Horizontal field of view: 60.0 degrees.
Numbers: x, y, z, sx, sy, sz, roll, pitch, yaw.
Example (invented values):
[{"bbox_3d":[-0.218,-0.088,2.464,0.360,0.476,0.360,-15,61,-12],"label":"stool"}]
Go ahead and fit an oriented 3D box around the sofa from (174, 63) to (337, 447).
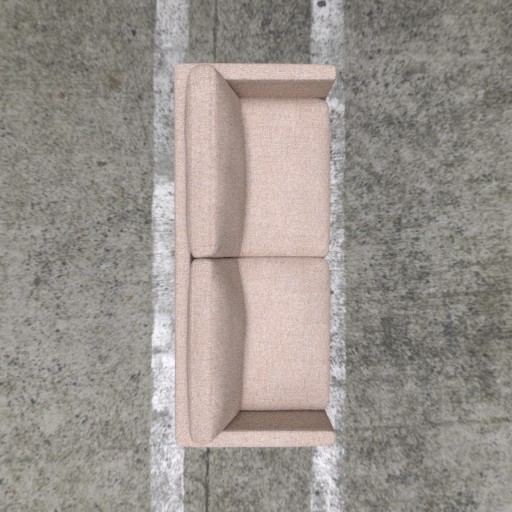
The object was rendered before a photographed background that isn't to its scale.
[{"bbox_3d":[0.000,0.000,2.795,0.951,0.965,2.208,0,91,-1],"label":"sofa"}]
